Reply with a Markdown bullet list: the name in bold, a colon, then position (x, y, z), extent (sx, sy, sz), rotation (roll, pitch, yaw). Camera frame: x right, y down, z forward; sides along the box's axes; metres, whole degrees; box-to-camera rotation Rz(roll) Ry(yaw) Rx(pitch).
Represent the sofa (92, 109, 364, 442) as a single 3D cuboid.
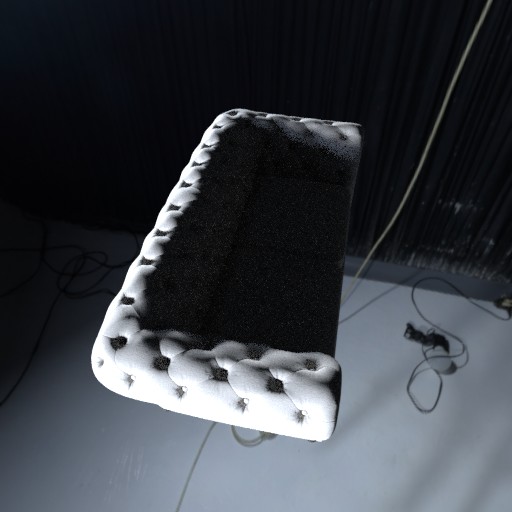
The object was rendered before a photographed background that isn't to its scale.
- **sofa**: position (0.000, 0.000, 2.432), extent (0.986, 0.764, 1.998), rotation (9, 47, 8)
